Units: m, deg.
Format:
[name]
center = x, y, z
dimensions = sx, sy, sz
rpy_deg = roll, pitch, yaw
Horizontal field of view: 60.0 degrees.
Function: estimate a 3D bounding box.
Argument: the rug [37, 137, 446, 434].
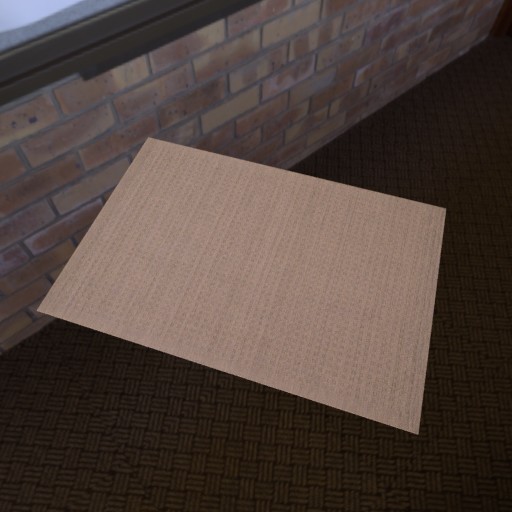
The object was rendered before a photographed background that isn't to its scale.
[rug]
center = 0.000, 0.000, 3.666
dimensions = 2.895, 0.006, 1.981
rpy_deg = 15, 59, 9
